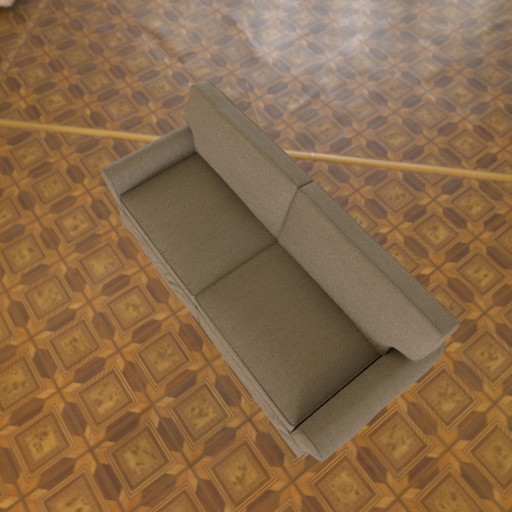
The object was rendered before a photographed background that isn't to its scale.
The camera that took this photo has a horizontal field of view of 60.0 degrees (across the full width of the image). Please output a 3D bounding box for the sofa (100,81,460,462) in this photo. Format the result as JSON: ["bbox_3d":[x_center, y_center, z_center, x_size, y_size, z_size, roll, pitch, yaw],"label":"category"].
[{"bbox_3d":[0.000,0.000,2.733,0.991,0.943,2.248,-34,67,-17],"label":"sofa"}]
